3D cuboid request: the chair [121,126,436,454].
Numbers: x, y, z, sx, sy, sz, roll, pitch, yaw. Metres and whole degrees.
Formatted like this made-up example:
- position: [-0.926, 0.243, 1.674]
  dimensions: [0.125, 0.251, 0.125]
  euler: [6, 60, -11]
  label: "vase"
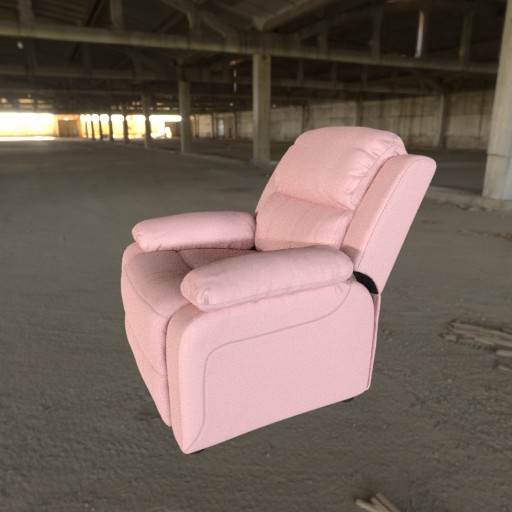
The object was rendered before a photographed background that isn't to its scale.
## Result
- position: [0.000, 0.000, 1.250]
  dimensions: [0.709, 0.702, 0.680]
  euler: [-8, 18, -25]
  label: "chair"
